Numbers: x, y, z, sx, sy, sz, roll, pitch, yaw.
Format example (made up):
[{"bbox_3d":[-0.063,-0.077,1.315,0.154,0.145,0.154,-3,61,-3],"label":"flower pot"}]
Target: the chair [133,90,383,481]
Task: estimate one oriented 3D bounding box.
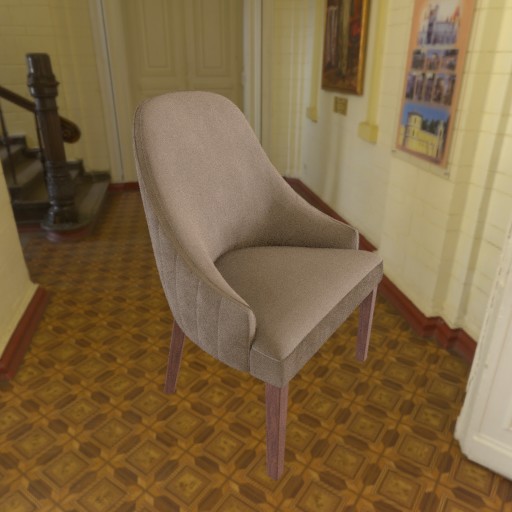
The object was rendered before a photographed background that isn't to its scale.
[{"bbox_3d":[0.000,0.000,1.301,0.575,0.889,0.643,16,29,31],"label":"chair"}]
